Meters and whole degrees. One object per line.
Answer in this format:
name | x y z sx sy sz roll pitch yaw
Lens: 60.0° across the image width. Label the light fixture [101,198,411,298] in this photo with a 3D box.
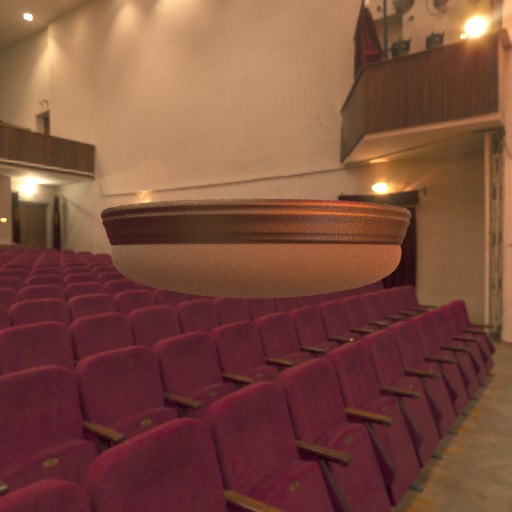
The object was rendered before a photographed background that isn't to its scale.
light fixture | 0.000 0.000 0.556 0.368 0.100 0.368 0 1 0
